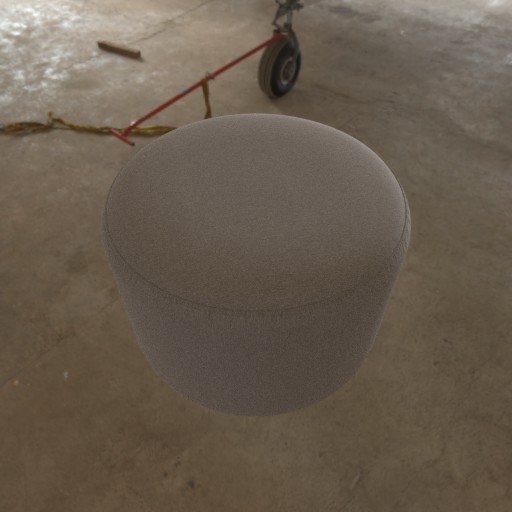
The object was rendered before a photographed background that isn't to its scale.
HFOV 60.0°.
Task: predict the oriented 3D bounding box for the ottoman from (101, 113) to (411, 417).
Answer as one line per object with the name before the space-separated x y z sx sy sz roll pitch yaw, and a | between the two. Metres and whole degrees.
ottoman | 0.000 0.000 1.004 0.608 0.433 0.608 0 47 0
